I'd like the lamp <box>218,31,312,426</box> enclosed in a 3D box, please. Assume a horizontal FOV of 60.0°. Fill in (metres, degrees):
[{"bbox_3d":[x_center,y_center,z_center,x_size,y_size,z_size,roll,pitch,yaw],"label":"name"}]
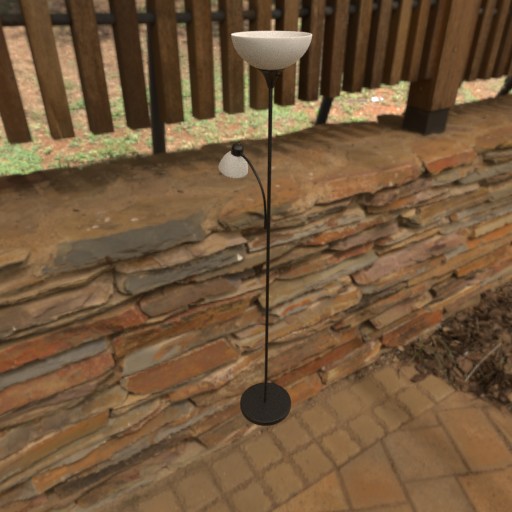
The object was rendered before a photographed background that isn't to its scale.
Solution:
[{"bbox_3d":[0.000,0.000,1.999,0.279,1.804,0.442,-22,37,-32],"label":"lamp"}]
